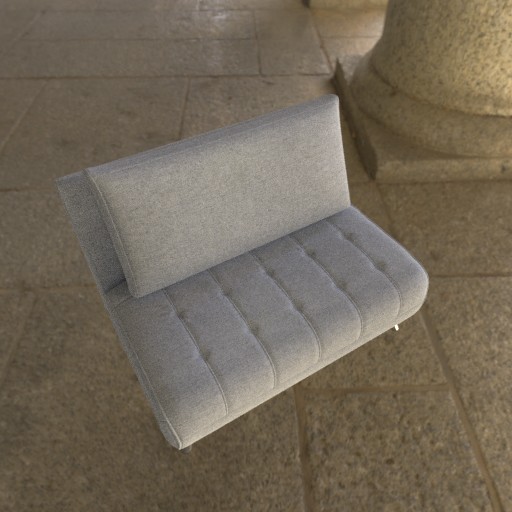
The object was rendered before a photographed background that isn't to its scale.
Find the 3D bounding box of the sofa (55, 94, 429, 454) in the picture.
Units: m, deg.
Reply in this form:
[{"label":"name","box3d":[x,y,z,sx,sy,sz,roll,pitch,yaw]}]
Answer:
[{"label":"sofa","box3d":[0.000,0.000,1.821,1.220,0.910,0.910,-24,51,-21]}]
